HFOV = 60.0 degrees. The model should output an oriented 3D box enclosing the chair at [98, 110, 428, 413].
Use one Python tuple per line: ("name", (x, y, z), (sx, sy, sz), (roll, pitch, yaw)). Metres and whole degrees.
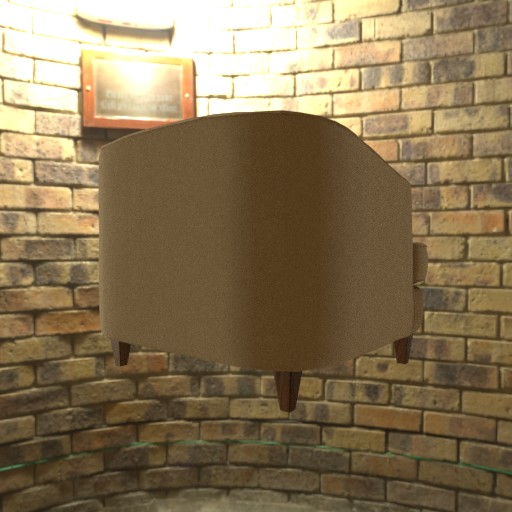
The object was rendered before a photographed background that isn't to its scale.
("chair", (0.000, 0.000, 1.765), (1.104, 0.852, 0.941), (1, 2, 38))
